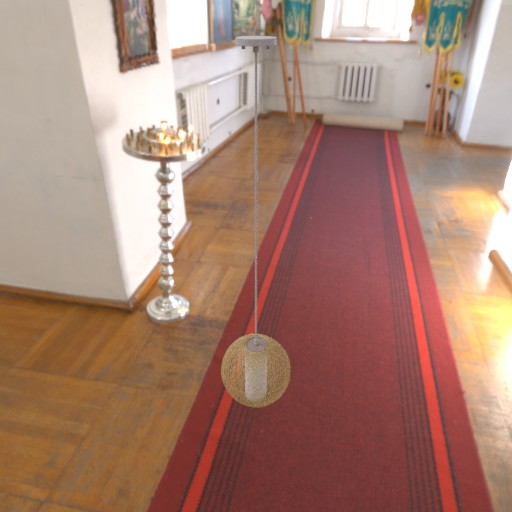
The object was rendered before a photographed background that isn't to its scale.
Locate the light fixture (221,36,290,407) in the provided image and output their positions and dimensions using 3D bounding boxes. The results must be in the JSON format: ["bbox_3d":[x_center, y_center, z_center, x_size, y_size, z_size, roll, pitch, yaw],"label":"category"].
[{"bbox_3d":[0.000,0.000,2.205,0.407,1.955,0.406,-18,35,-28],"label":"light fixture"}]
